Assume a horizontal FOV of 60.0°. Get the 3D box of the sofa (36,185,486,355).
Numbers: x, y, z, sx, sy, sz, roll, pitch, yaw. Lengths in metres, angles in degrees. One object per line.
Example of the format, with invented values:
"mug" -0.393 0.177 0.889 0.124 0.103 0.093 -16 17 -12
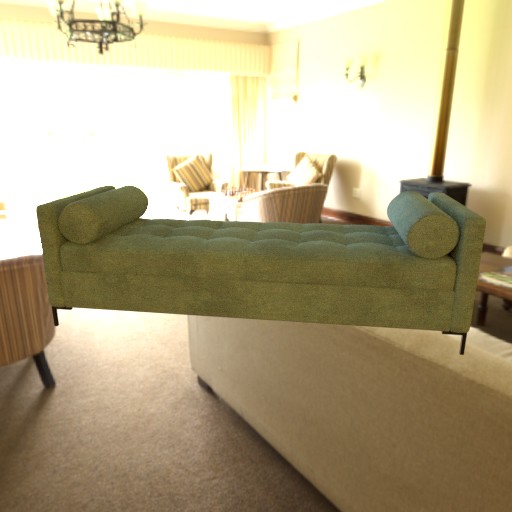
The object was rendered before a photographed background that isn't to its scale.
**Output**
"sofa" 0.000 0.000 2.324 1.981 0.635 0.686 2 17 8
